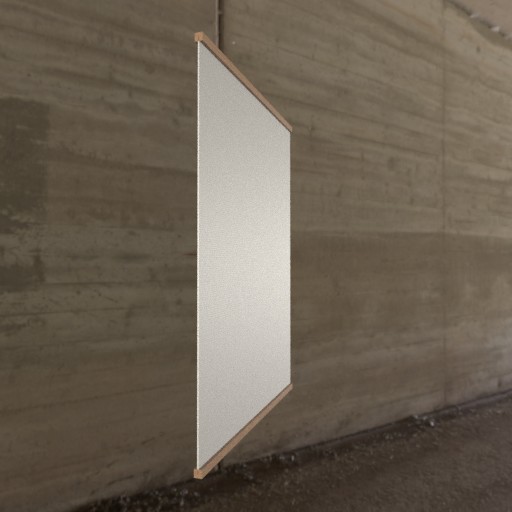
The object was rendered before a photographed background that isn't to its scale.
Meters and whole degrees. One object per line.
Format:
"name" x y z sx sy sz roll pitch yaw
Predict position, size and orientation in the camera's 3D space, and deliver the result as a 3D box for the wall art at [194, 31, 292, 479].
"wall art" 0.000 0.000 0.819 0.012 0.608 0.459 0 -1 20
